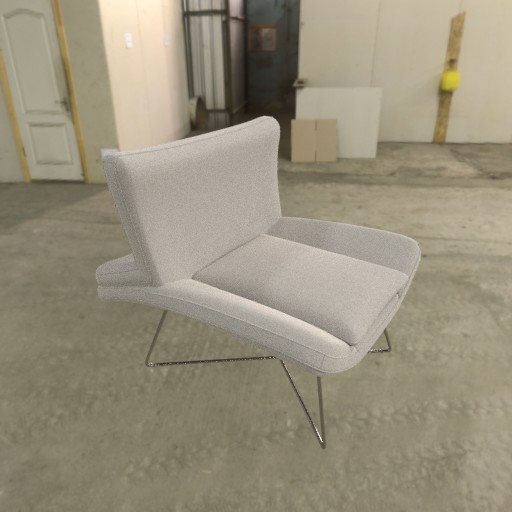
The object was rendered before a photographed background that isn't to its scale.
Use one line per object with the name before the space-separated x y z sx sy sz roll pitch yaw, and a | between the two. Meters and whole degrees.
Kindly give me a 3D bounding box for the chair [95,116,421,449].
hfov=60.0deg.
chair | 0.000 0.000 1.644 1.008 0.855 0.859 17 31 31
